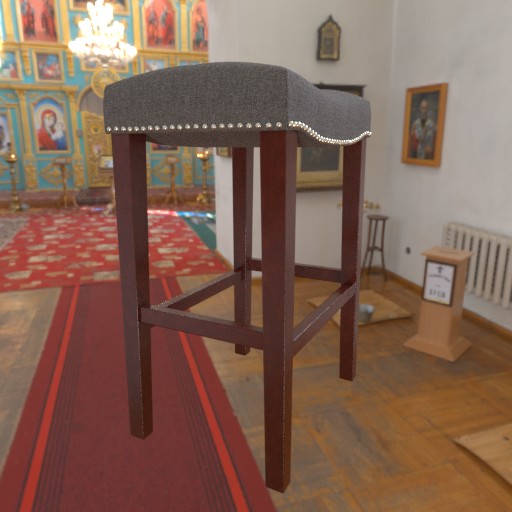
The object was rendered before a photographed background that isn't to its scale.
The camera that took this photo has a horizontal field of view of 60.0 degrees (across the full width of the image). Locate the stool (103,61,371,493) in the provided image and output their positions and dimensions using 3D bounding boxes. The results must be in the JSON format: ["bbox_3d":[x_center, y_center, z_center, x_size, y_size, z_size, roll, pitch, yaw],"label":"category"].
[{"bbox_3d":[0.000,0.000,0.999,0.372,0.742,0.504,7,15,27],"label":"stool"}]
